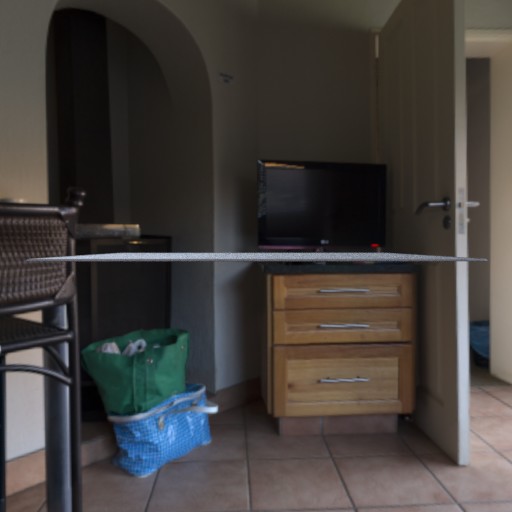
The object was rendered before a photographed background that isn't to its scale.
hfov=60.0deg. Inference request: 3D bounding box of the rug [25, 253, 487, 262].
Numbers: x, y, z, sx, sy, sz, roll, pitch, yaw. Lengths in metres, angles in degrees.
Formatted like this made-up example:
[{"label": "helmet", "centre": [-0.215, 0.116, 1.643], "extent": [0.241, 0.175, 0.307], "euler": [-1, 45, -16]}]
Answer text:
[{"label": "rug", "centre": [0.000, 0.000, 2.775], "extent": [2.115, 0.013, 1.517], "euler": [0, 1, -1]}]
